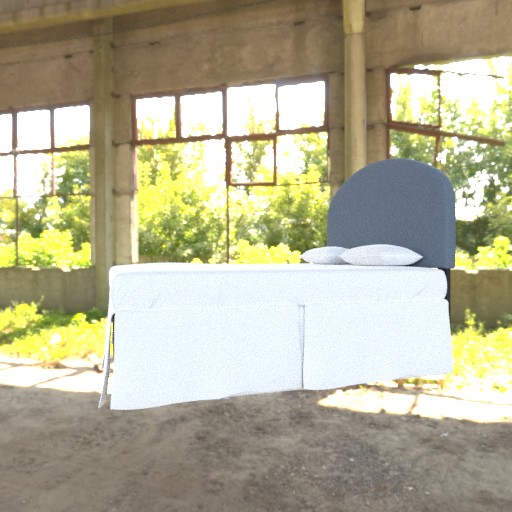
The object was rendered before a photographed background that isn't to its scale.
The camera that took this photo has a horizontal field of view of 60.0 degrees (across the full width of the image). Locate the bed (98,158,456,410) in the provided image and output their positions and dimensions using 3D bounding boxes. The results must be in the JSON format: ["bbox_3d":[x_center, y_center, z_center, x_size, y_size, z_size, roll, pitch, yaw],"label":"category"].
[{"bbox_3d":[0.000,0.000,3.036,2.005,1.410,1.607,0,0,-18],"label":"bed"}]
